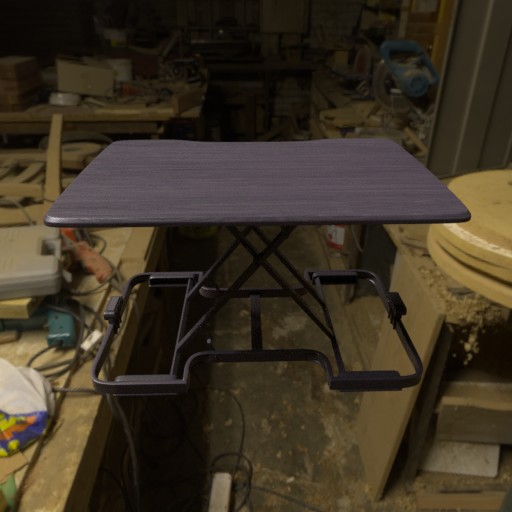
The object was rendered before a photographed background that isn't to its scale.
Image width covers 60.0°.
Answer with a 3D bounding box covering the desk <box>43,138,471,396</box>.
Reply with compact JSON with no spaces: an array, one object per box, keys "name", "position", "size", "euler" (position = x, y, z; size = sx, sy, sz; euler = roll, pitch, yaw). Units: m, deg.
[{"name":"desk","position":[0.000,0.000,1.157],"size":[0.820,0.470,0.546],"euler":[-1,30,-1]}]
